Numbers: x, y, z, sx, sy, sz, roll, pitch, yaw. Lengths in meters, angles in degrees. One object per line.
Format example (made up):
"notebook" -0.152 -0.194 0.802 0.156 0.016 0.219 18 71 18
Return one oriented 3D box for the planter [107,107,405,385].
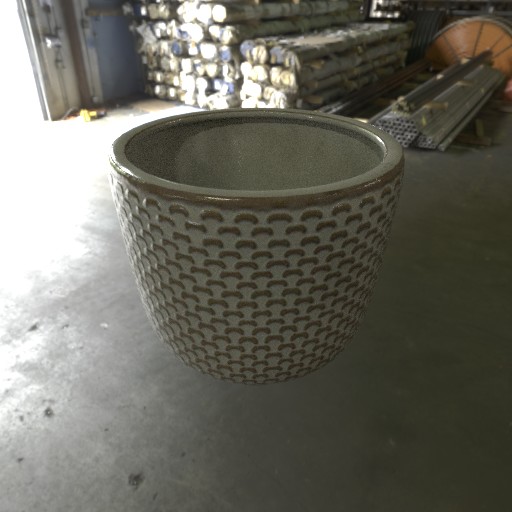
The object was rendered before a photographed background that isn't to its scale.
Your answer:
"planter" 0.000 0.000 0.245 0.139 0.130 0.139 0 31 0
